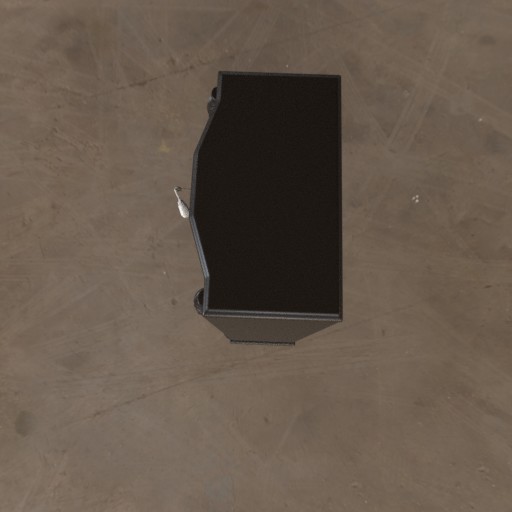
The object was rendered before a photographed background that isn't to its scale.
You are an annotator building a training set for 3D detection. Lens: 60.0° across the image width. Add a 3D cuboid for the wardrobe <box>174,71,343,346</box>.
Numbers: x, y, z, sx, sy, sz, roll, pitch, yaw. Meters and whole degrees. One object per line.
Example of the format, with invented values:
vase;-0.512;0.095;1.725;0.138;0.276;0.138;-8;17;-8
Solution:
wardrobe;0.000;0.000;1.211;0.295;1.011;0.444;2;77;0
